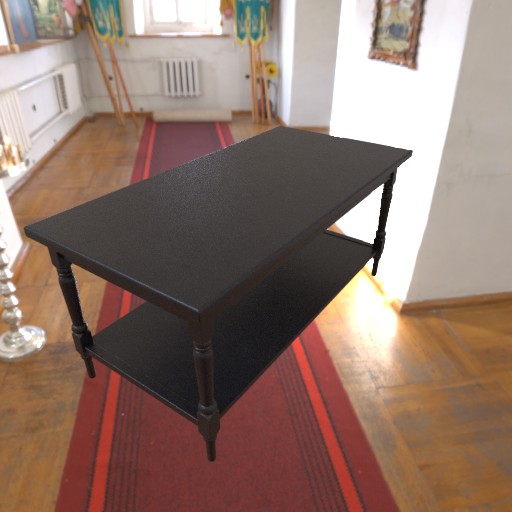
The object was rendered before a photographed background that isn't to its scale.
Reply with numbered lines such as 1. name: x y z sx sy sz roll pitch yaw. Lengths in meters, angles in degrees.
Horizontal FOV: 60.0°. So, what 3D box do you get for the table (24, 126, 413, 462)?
1. table: 0.000 0.000 1.416 0.550 0.510 1.107 20 36 30
